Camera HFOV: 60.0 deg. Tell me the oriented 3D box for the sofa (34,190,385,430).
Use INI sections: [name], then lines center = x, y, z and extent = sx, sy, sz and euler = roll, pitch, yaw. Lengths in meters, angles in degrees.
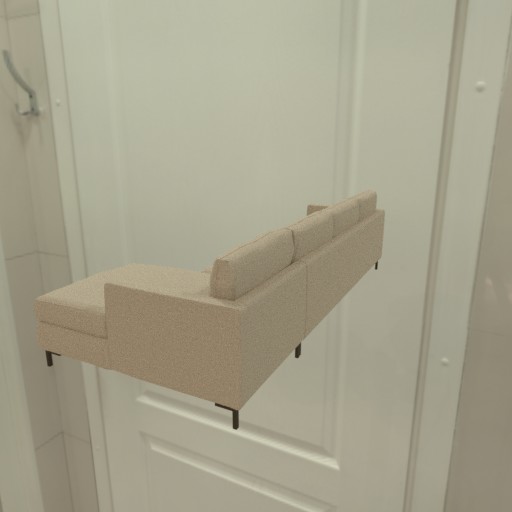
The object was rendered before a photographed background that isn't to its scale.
[sofa]
center = 0.000, 0.000, 3.197
extent = 1.258, 0.755, 2.731
euler = 8, 17, 27
